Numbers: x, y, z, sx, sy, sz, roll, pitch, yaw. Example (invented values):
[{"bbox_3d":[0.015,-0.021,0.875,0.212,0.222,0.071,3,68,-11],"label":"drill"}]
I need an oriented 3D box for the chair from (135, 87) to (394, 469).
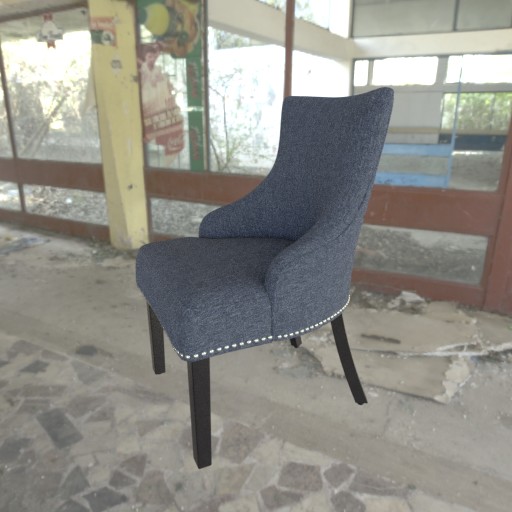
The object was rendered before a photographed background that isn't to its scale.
[{"bbox_3d":[0.000,0.000,1.293,0.629,0.909,0.566,-8,19,-24],"label":"chair"}]
